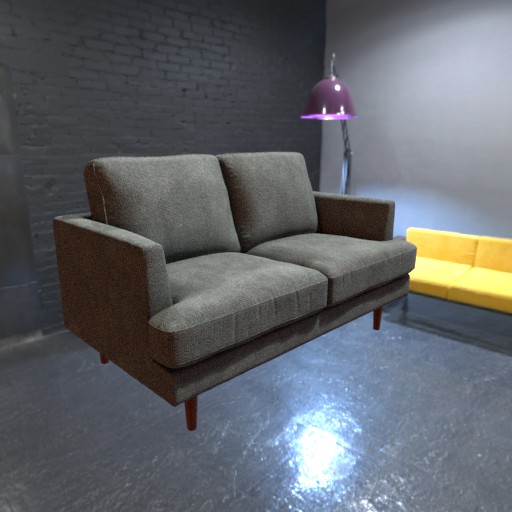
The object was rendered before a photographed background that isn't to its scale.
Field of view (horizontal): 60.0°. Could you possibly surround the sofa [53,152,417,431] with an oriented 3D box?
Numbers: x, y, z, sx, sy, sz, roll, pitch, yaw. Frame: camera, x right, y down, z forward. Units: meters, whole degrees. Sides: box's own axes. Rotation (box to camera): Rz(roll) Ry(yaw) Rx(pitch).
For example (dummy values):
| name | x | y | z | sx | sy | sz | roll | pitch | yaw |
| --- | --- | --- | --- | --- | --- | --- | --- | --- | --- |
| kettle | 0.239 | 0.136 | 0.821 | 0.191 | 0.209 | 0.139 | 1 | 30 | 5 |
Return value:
| name | x | y | z | sx | sy | sz | roll | pitch | yaw |
| --- | --- | --- | --- | --- | --- | --- | --- | --- | --- |
| sofa | 0.000 | 0.000 | 2.138 | 1.582 | 0.956 | 0.903 | -14 | 20 | -42 |
